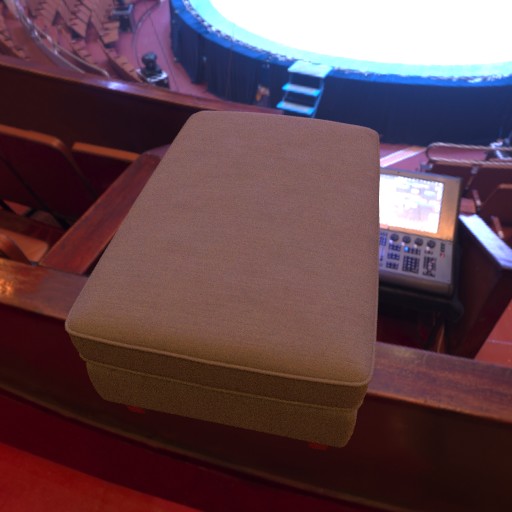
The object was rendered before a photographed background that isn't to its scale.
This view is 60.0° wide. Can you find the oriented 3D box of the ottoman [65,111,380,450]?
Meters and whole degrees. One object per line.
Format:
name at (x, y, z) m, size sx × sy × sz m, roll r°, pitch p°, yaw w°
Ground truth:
ottoman at (0.000, 0.000, 1.287) m, size 0.636 × 0.480 × 0.941 m, roll 8°, pitch 46°, yaw 8°
